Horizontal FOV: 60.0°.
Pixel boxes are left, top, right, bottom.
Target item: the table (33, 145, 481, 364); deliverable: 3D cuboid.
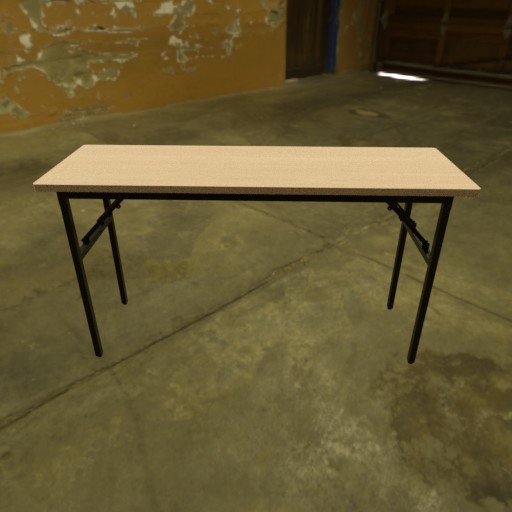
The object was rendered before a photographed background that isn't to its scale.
[{"bbox_3d":[0.000,0.000,1.753,1.397,0.750,0.447,1,30,2],"label":"table"}]
